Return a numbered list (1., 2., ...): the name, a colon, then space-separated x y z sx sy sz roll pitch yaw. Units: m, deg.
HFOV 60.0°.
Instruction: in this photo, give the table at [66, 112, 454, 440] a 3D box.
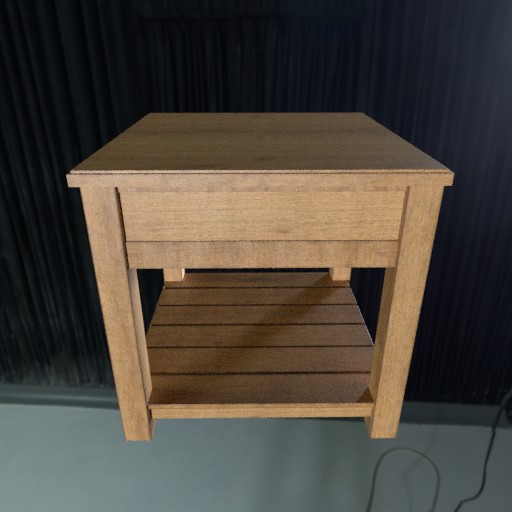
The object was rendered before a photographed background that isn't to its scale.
1. table: 0.000 0.000 1.094 0.612 0.593 0.616 0 26 -1
